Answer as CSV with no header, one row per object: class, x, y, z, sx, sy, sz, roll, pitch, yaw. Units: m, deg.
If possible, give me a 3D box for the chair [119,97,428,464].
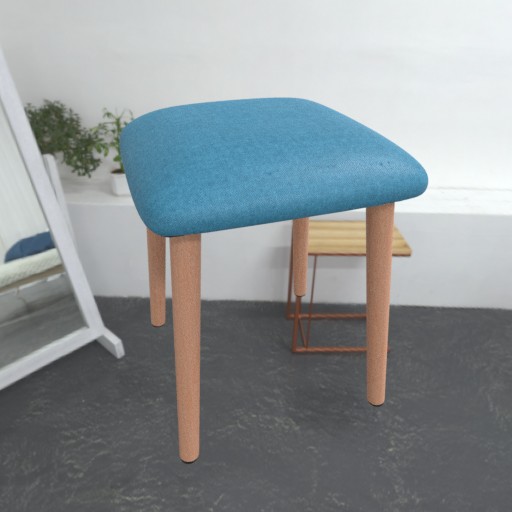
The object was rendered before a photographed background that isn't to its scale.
chair,0.000,0.000,0.710,0.360,0.450,0.360,-10,33,-16
